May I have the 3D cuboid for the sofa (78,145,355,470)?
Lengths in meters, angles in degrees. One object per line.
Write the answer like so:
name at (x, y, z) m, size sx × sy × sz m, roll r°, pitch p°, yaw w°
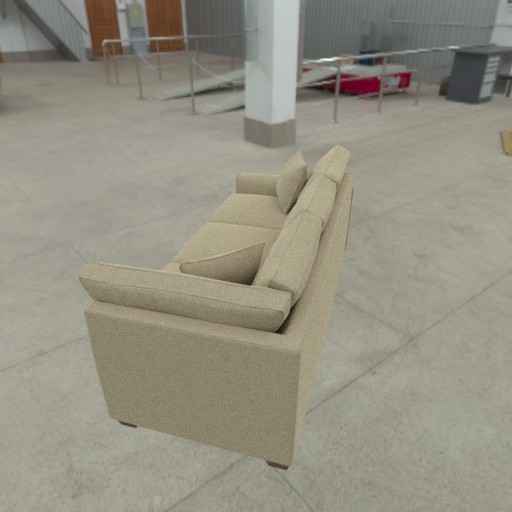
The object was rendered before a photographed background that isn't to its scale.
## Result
sofa at (0.000, 0.000, 2.936) m, size 1.061 × 0.962 × 2.317 m, roll 8°, pitch 31°, yaw 14°
